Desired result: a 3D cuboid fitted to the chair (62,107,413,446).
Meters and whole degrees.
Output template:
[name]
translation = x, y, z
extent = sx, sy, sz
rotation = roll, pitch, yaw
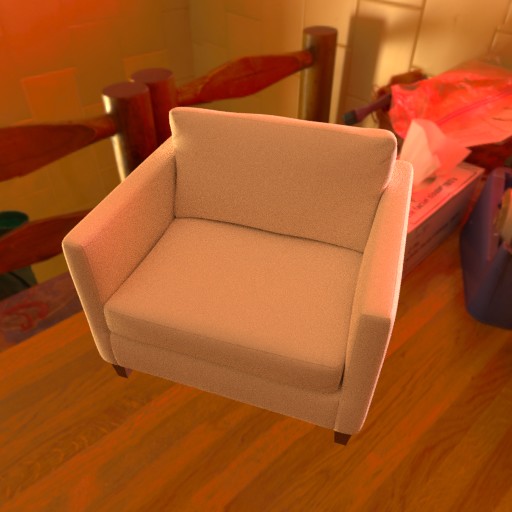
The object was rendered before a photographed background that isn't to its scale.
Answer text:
[chair]
translation = 0.000, 0.000, 1.674
extent = 1.019, 0.885, 0.878
rotation = 12, 42, 14
